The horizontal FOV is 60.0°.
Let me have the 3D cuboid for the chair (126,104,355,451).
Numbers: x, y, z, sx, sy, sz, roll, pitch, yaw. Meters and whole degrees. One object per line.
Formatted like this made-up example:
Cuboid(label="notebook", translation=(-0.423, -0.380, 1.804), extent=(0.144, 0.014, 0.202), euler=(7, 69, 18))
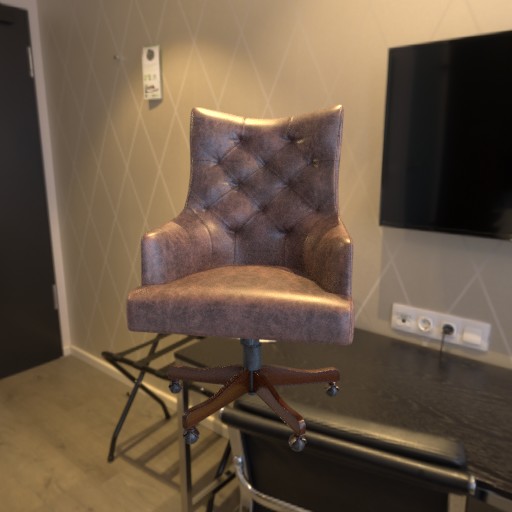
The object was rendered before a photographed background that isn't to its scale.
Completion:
Cuboid(label="chair", translation=(0.000, 0.000, 1.528), extent=(0.641, 1.035, 0.762), euler=(2, 13, 9))
